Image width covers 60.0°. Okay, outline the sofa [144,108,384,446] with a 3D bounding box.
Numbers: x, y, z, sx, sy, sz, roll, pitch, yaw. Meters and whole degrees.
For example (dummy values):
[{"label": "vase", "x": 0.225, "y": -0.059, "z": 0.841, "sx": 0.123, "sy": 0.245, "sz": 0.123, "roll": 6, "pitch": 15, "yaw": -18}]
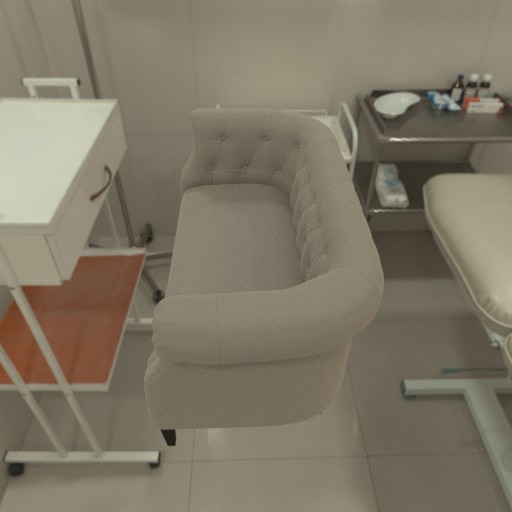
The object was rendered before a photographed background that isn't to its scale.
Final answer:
[{"label": "sofa", "x": 0.000, "y": 0.000, "z": 2.049, "sx": 0.835, "sy": 0.827, "sz": 1.558, "roll": -1, "pitch": 41, "yaw": -1}]
